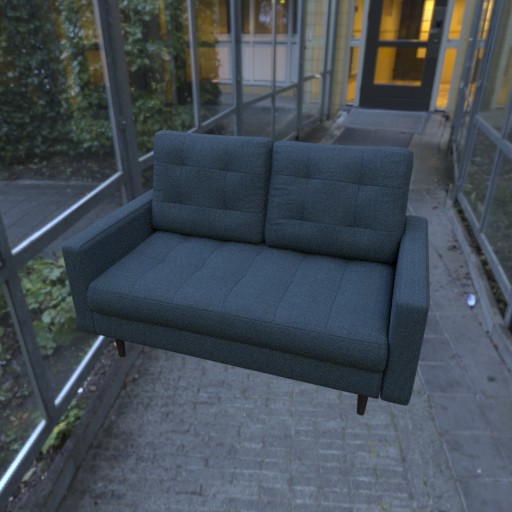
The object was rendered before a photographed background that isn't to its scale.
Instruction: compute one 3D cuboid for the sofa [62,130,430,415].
[{"bbox_3d":[0.000,0.000,1.952,1.407,0.907,0.842,9,29,16],"label":"sofa"}]
